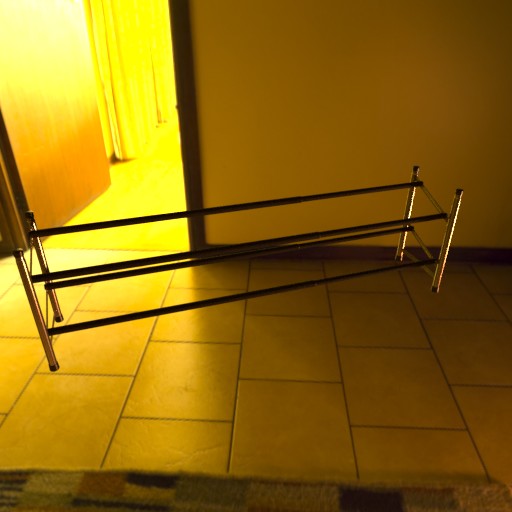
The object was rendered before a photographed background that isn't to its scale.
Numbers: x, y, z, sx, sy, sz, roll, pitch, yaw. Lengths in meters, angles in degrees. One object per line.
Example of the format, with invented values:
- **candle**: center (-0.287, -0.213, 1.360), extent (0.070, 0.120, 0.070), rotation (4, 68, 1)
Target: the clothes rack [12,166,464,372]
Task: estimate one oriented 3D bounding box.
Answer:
- **clothes rack**: center (0.000, 0.000, 1.277), extent (1.168, 0.349, 0.229), rotation (-9, 32, -15)
